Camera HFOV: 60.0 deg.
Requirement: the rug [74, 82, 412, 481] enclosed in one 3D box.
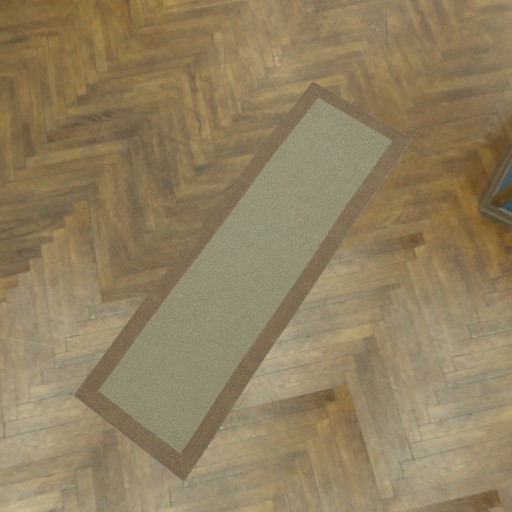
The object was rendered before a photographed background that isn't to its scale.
[{"bbox_3d":[0.000,0.000,2.631,0.767,0.012,2.430,33,77,9],"label":"rug"}]
